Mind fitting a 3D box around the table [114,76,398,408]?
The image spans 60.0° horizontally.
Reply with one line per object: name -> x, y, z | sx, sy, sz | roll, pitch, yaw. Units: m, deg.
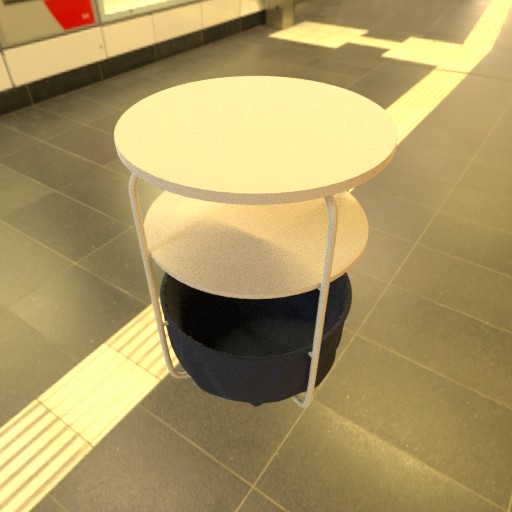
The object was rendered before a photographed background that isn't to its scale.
table -> 0.000, 0.000, 0.841 | 0.418, 0.532, 0.418 | 10, 41, 12
